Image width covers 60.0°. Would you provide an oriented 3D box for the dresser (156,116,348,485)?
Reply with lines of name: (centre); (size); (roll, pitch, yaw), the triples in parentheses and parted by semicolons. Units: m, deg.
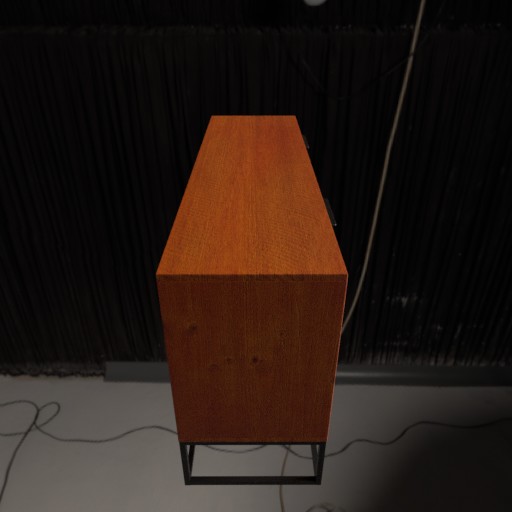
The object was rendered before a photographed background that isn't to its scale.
dresser: (0.000, 0.000, 1.880); (0.464, 0.810, 1.536); (0, 31, 0)
